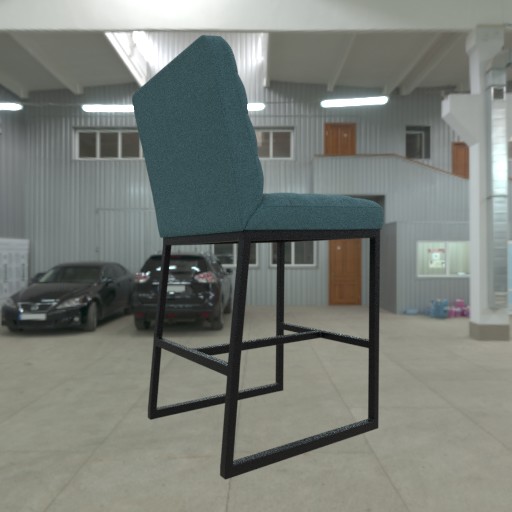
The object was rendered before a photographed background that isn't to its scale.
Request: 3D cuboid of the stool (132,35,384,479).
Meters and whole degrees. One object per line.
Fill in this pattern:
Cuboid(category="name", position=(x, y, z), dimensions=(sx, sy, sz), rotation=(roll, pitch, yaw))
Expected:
Cuboid(category="stool", position=(0.000, 0.000, 1.242), dimensions=(0.560, 0.940, 0.460), rotation=(0, 0, -35))
